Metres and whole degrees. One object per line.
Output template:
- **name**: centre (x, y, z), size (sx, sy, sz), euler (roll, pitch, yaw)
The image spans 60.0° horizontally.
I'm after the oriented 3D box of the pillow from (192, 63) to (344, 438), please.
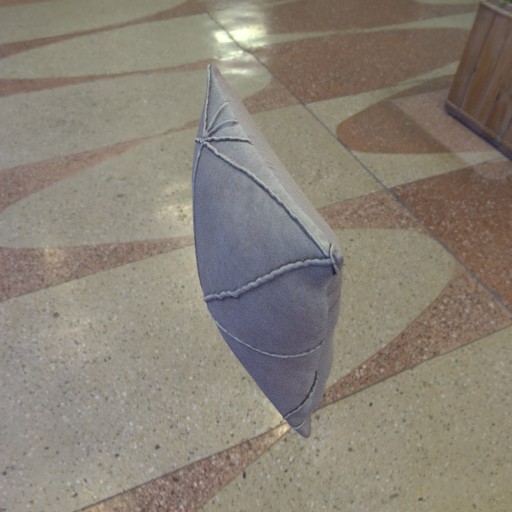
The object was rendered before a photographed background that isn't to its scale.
- **pillow**: centre (0.000, 0.000, 0.697), size (0.185, 0.440, 0.439), euler (-15, 48, -14)
